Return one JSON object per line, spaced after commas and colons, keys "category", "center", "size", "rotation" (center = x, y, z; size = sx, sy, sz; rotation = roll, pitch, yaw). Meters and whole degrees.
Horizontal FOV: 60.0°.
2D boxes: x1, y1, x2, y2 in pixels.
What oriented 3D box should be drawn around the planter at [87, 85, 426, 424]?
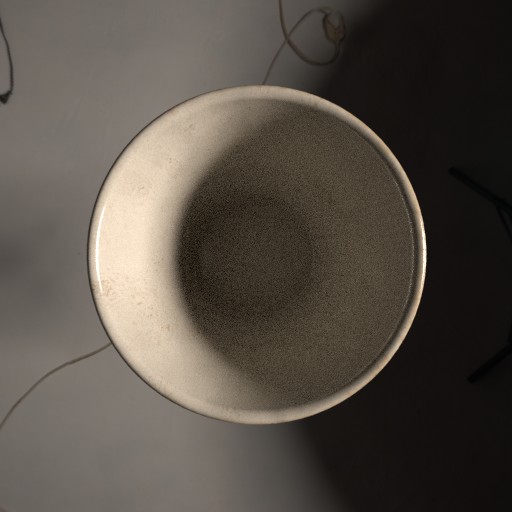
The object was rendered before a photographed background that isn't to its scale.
{"category": "planter", "center": [0.000, 0.000, 0.216], "size": [0.126, 0.104, 0.126], "rotation": [0, 89, 0]}
